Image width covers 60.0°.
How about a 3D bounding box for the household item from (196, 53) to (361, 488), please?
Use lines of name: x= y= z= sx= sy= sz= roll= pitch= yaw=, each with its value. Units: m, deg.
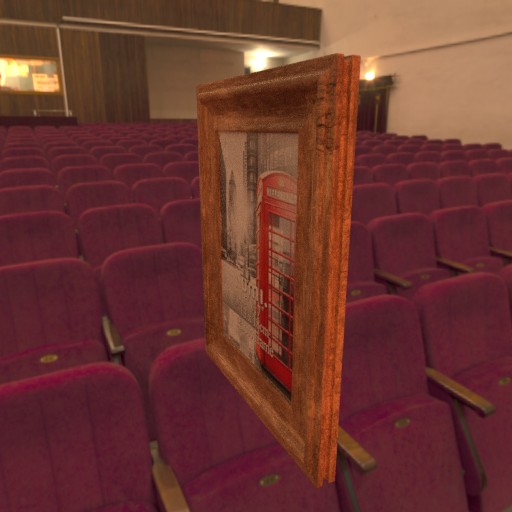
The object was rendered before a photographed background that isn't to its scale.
household item: x=0.000 y=0.000 z=0.311 sx=0.018 sy=0.237 sz=0.186 roll=-8 pitch=18 yaw=-26
